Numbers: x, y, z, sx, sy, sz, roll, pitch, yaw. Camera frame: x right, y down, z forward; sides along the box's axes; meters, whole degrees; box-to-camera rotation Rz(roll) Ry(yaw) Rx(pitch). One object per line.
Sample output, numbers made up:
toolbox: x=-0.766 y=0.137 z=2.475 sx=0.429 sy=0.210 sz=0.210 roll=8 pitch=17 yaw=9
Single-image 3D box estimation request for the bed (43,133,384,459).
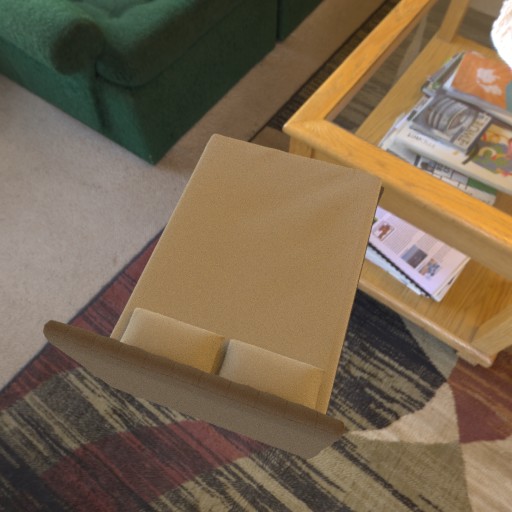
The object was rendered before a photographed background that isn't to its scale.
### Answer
bed: x=0.000 y=0.000 z=3.409 sx=1.698 sy=1.427 sz=2.387 roll=17 pitch=64 yaw=9
